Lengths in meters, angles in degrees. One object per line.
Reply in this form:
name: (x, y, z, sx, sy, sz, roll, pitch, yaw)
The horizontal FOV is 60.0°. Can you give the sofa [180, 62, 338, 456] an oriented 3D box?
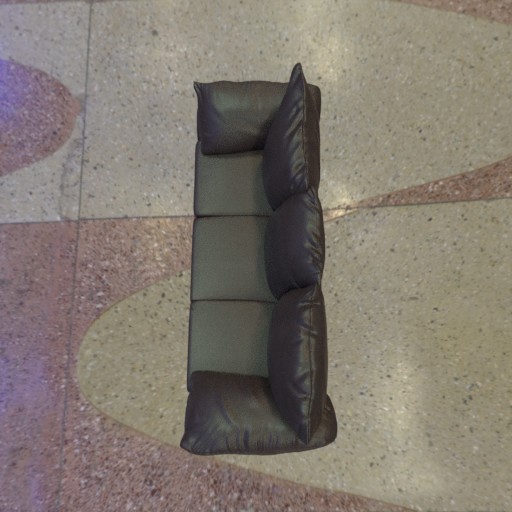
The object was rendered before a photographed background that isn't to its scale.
sofa: (0.000, 0.000, 2.915, 0.907, 1.091, 2.390, 0, 76, 0)
